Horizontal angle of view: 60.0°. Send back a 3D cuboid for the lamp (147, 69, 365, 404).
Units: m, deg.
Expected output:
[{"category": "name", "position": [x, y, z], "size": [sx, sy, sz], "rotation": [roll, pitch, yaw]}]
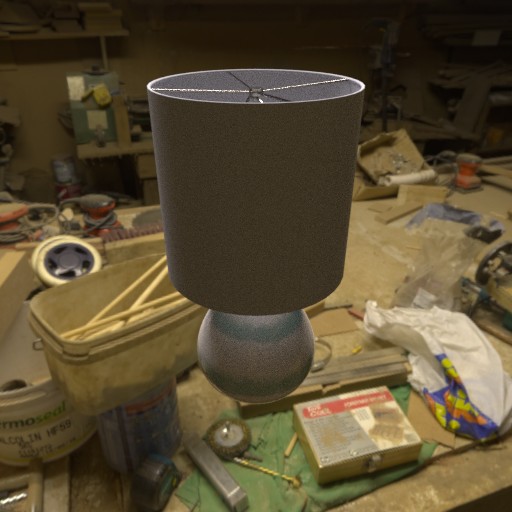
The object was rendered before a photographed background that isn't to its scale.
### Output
[{"category": "lamp", "position": [0.000, 0.000, 0.549], "size": [0.217, 0.404, 0.217], "rotation": [-9, 31, -16]}]
